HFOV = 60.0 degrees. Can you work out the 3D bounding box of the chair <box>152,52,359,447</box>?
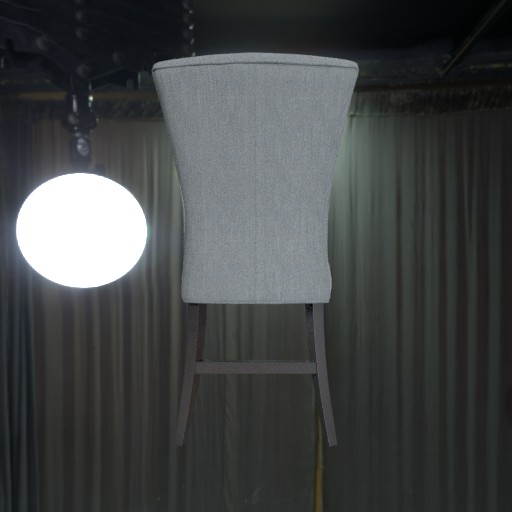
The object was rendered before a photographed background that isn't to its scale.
[{"bbox_3d":[0.000,0.000,1.358,0.520,0.991,0.660,0,-1,1],"label":"chair"}]
